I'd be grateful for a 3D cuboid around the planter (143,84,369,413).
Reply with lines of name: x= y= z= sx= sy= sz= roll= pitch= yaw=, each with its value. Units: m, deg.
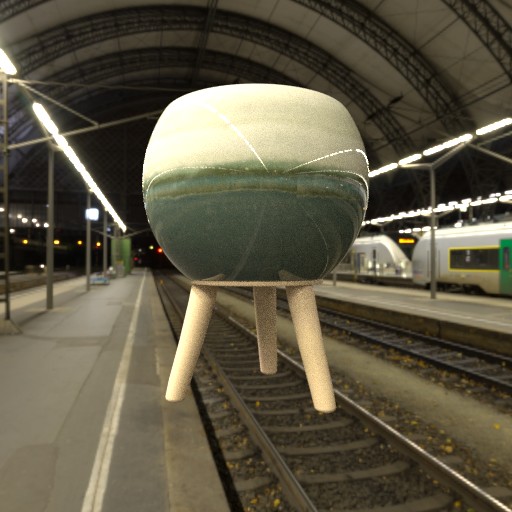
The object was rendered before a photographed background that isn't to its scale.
planter: x=0.000 y=0.000 z=0.447 sx=0.222 sy=0.278 sz=0.222 roll=0 pitch=-1 yaw=0
